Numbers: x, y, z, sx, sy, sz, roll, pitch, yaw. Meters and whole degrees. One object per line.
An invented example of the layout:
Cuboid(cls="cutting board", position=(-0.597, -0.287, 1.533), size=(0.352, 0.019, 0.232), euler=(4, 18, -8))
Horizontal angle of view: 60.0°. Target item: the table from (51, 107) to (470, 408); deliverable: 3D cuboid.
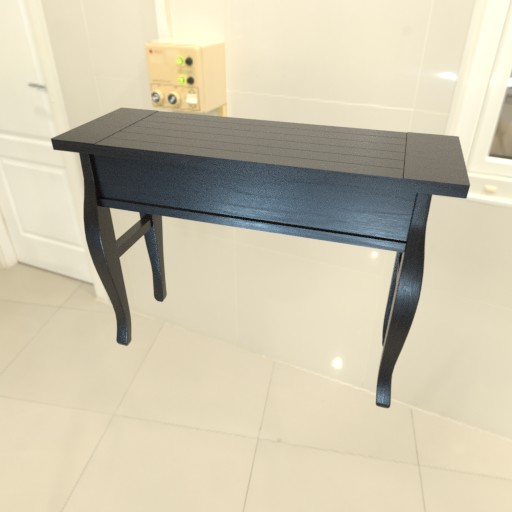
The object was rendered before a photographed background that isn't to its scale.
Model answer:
Cuboid(cls="table", position=(0.000, 0.000, 1.421), size=(1.062, 0.768, 0.373), euler=(10, 34, 15))
